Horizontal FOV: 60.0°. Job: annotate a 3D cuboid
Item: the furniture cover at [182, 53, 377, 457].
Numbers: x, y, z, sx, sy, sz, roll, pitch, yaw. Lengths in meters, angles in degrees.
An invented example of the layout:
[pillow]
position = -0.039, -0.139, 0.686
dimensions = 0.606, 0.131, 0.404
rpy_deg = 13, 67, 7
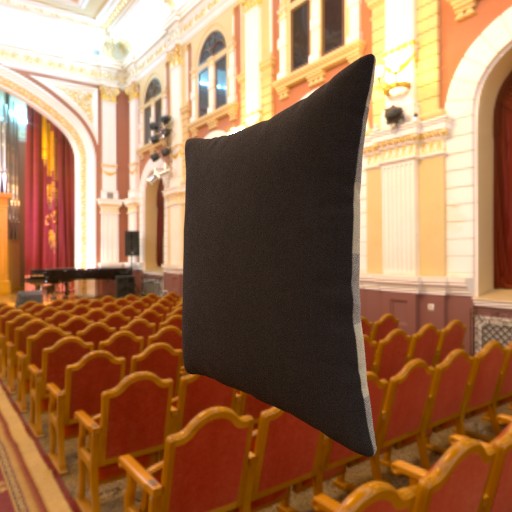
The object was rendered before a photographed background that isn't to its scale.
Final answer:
[furniture cover]
position = 0.000, 0.000, 0.761
dimensions = 0.161, 0.509, 0.511
rpy_deg = 0, 0, -35
